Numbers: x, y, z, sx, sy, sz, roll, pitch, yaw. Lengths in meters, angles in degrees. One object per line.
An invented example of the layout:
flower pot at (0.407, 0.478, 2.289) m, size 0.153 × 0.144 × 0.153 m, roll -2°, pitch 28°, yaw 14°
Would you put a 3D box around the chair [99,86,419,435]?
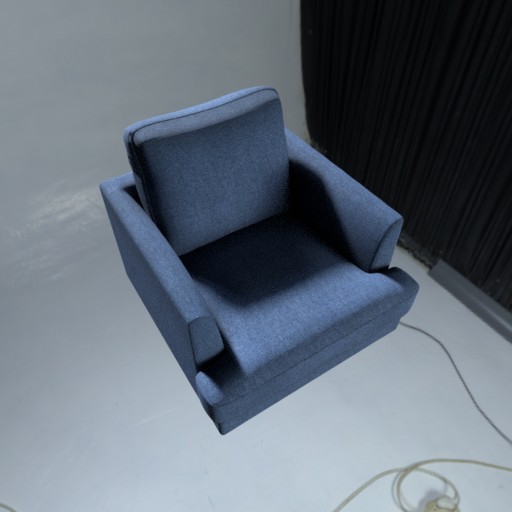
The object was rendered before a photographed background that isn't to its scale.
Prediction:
chair at (0.000, 0.000, 1.669) m, size 0.858 × 0.957 × 0.899 m, roll -25°, pitch 51°, yaw -22°
